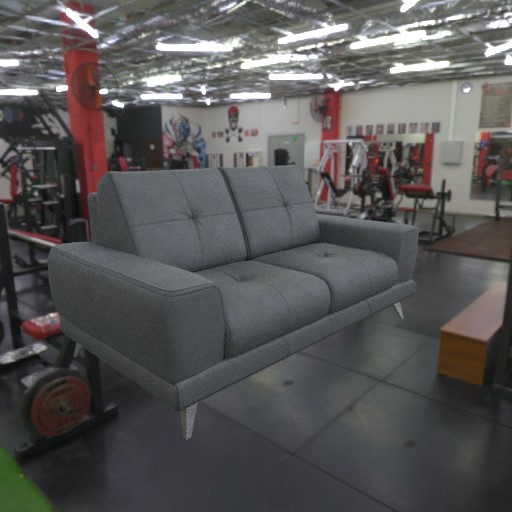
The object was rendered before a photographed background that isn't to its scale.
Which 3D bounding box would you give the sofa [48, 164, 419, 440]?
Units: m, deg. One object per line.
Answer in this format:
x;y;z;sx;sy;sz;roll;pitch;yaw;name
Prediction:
0.000;0.000;2.343;1.018;0.907;1.806;13;19;43;sofa
